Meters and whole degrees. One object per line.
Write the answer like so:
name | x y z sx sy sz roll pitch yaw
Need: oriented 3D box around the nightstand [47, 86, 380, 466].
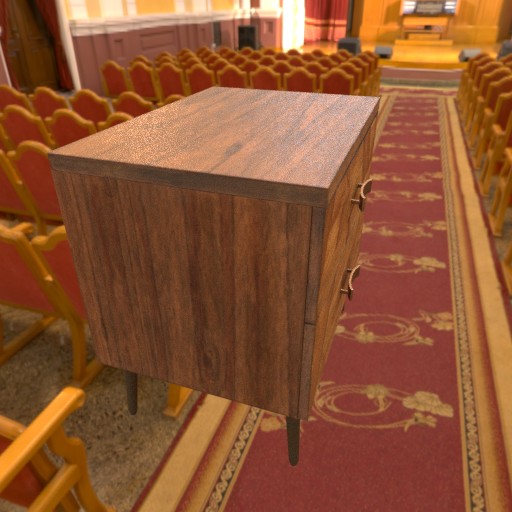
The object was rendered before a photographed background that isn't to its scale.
nightstand | 0.000 0.000 1.009 0.458 0.610 0.610 10 32 17
